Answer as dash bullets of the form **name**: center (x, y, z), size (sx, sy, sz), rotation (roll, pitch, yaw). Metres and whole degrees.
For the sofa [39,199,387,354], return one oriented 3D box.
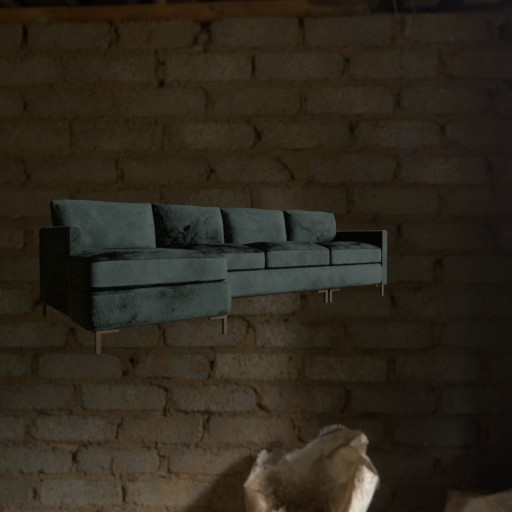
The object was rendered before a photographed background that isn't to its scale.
- **sofa**: center (0.000, 0.000, 4.017), size (3.400, 0.967, 1.500), rotation (-2, 3, -36)
